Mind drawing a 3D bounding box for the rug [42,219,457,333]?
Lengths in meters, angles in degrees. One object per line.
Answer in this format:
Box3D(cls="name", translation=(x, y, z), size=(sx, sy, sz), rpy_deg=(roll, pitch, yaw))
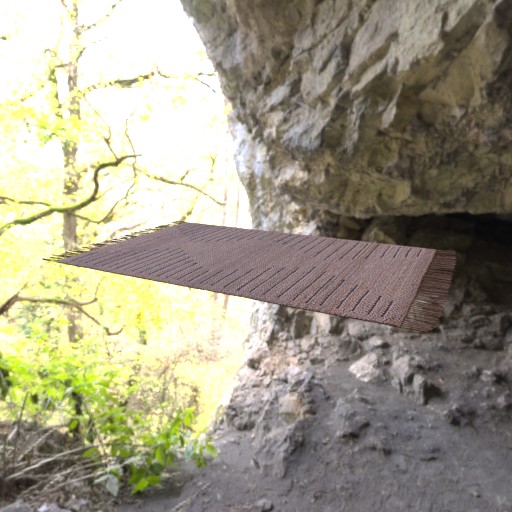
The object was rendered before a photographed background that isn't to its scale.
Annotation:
Box3D(cls="rug", translation=(0.000, 0.000, 2.544), size=(2.085, 0.027, 1.224), rpy_deg=(8, 18, 26))
